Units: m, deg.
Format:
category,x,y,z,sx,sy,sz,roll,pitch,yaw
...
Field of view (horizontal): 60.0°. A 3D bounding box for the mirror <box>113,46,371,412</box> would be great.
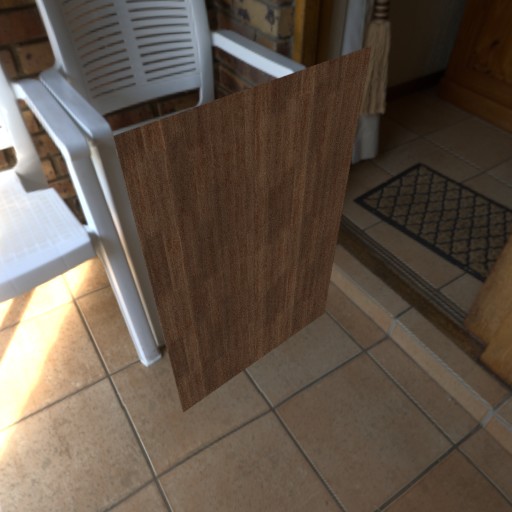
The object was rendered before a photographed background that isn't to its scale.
category,x,y,z,sx,sy,sz,roll,pitch,yaw
mirror,0.000,0.000,1.255,0.651,1.010,0.047,-30,52,-26
